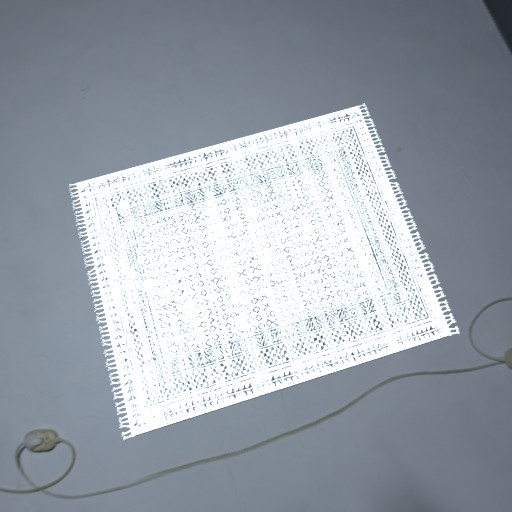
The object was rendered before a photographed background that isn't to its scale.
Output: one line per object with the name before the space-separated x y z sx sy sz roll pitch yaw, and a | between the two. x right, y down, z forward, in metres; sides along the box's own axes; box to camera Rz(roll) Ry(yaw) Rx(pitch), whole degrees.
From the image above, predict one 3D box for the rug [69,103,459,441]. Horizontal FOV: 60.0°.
rug | 0.000 0.000 3.916 2.940 0.013 2.312 -16 76 -4
